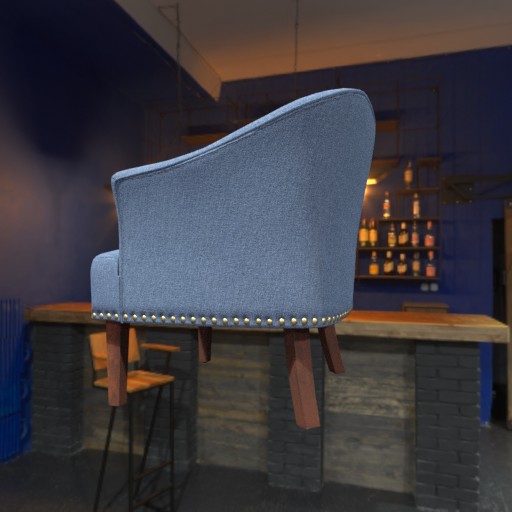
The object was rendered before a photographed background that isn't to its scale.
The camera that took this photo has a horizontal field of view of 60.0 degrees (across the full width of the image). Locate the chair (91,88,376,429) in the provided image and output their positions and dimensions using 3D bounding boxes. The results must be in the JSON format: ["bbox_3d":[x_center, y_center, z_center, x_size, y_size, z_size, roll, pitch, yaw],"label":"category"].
[{"bbox_3d":[0.000,0.000,1.357,0.704,0.815,0.772,0,-1,18],"label":"chair"}]
